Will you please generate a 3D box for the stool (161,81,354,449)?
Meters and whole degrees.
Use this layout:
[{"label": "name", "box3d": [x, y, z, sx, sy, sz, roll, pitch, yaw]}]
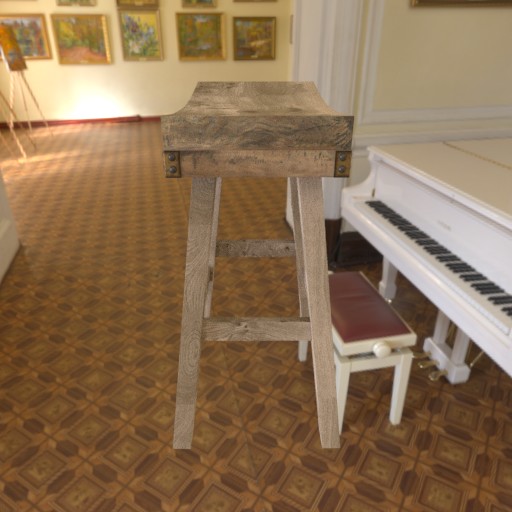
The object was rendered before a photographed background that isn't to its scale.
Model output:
[{"label": "stool", "box3d": [0.000, 0.000, 0.919, 0.330, 0.635, 0.450, 0, 27, 0]}]
